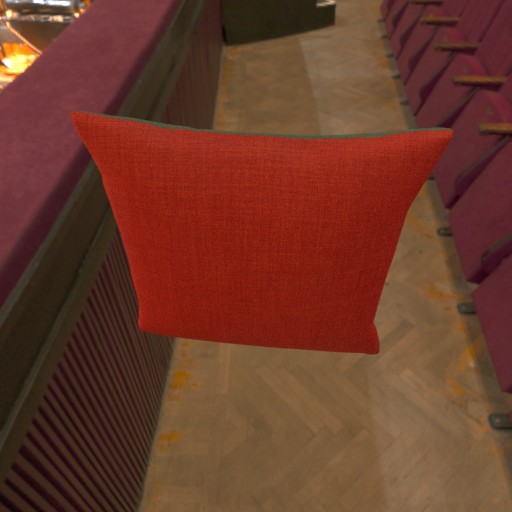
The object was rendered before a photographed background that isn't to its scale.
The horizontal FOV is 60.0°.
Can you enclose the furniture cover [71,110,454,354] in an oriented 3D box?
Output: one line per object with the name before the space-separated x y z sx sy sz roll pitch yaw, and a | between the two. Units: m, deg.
furniture cover | 0.000 0.000 0.767 0.517 0.508 0.158 4 45 4
